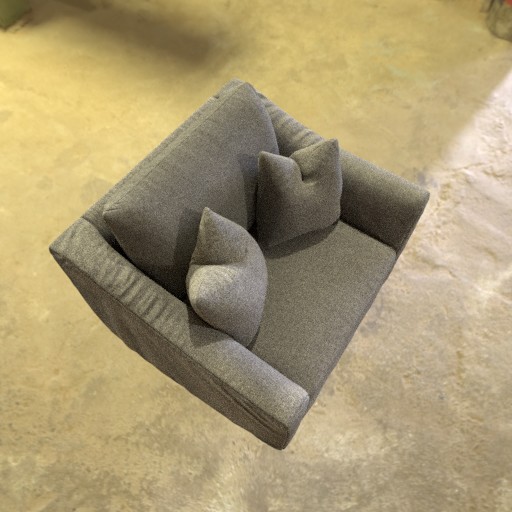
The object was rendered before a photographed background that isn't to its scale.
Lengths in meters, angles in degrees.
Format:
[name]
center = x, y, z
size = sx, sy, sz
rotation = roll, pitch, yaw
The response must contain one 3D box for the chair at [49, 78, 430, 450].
[chair]
center = 0.000, 0.000, 2.004
size = 1.071, 1.059, 1.194
rotation = 30, 63, 17
